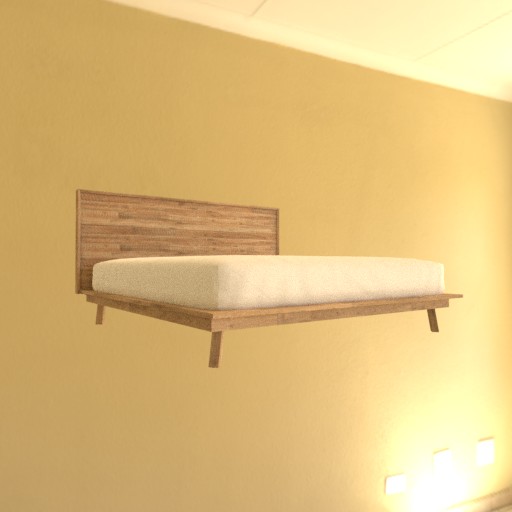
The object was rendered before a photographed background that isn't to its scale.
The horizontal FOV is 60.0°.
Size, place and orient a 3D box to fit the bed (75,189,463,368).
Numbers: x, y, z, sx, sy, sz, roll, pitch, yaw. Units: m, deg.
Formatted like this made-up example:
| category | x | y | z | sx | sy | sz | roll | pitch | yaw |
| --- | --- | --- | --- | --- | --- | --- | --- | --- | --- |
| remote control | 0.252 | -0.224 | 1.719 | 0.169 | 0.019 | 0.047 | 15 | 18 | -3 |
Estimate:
| category | x | y | z | sx | sy | sz | roll | pitch | yaw |
| --- | --- | --- | --- | --- | --- | --- | --- | --- | --- |
| bed | 0.000 | 0.000 | 3.412 | 2.116 | 1.100 | 2.167 | 1 | -1 | -36 |
